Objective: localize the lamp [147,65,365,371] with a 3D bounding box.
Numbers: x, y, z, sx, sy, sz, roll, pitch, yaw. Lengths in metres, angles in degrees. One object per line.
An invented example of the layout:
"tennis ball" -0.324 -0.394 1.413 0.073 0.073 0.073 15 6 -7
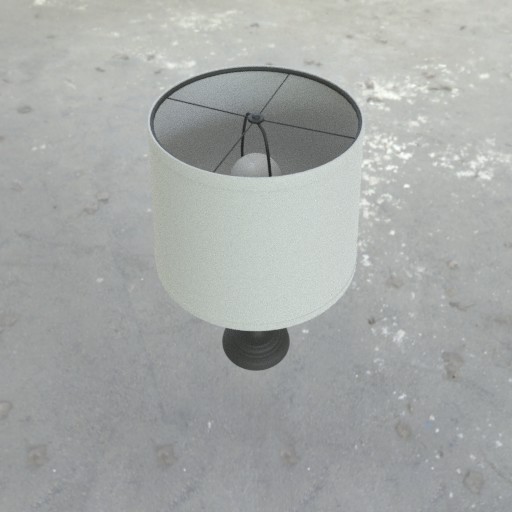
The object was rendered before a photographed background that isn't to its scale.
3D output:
"lamp" 0.000 0.000 0.706 0.310 0.501 0.310 0 48 0
